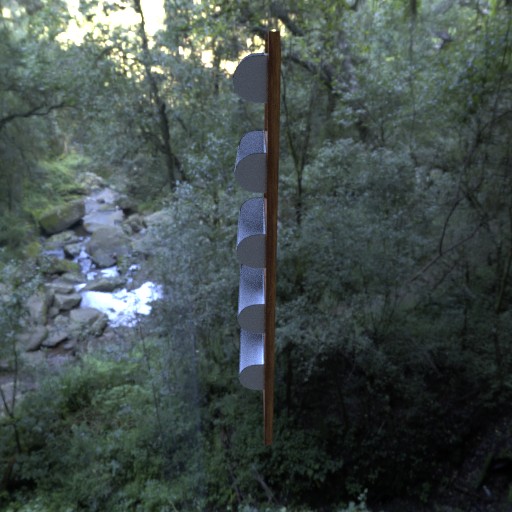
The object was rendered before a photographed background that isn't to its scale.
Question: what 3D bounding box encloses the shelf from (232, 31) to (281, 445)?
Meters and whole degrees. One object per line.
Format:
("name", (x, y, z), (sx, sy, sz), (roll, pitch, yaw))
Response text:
("shelf", (0.000, 0.000, 1.779), (0.141, 1.600, 0.454), (0, 26, 0))
